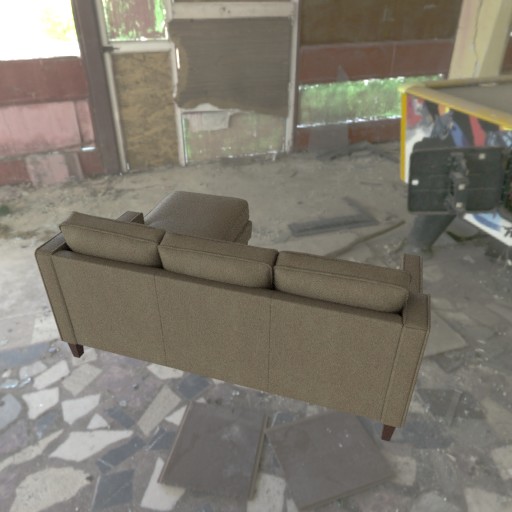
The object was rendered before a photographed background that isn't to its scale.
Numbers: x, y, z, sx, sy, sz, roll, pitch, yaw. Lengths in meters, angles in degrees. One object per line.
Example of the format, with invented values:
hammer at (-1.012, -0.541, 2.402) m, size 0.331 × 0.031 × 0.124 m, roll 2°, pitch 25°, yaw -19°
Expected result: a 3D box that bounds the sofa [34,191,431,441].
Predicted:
sofa at (0.000, 0.000, 3.313) m, size 2.317 × 1.081 × 1.858 m, roll 10°, pitch 33°, yaw 15°
